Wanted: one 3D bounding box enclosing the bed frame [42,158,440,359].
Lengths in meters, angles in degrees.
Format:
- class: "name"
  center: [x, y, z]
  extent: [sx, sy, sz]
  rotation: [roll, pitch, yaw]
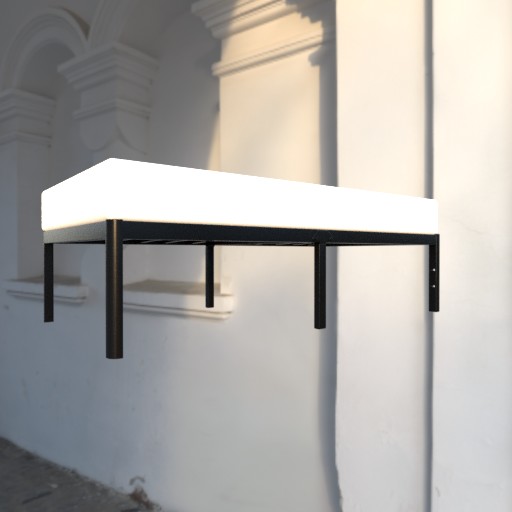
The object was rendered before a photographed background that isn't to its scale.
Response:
- class: "bed frame"
  center: [0.000, 0.000, 2.415]
  extent: [1.950, 0.659, 1.023]
  rotation: [0, 1, -37]
